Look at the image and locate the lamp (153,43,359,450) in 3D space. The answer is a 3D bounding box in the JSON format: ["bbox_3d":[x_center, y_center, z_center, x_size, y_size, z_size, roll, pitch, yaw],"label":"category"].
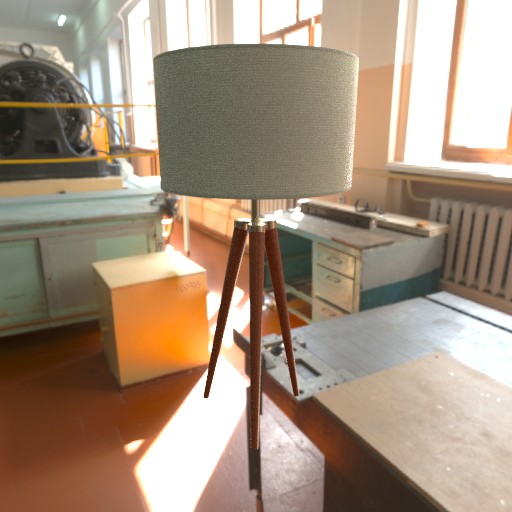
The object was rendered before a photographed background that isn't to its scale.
[{"bbox_3d":[0.000,0.000,0.878,0.355,0.709,0.354,2,16,6],"label":"lamp"}]
